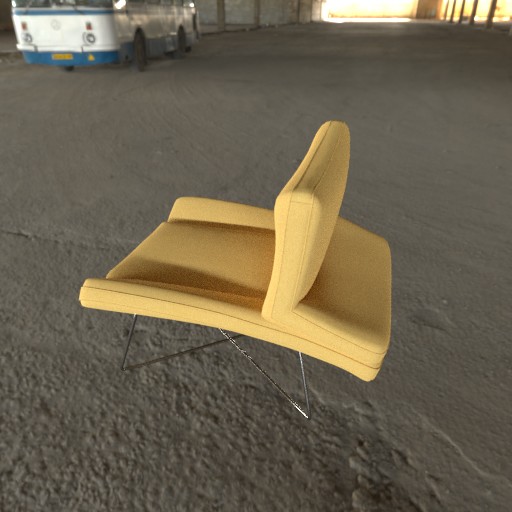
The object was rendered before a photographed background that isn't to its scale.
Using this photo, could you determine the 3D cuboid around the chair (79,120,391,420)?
[{"bbox_3d":[0.000,0.000,1.666,1.008,0.855,0.859,8,30,13],"label":"chair"}]
